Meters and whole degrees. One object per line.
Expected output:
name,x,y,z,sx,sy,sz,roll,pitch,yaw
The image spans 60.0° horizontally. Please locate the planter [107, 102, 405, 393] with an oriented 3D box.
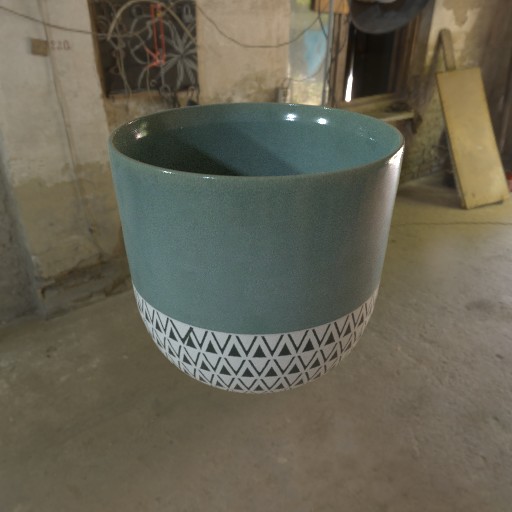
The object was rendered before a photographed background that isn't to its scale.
planter,0.000,0.000,0.477,0.266,0.270,0.266,0,30,0
